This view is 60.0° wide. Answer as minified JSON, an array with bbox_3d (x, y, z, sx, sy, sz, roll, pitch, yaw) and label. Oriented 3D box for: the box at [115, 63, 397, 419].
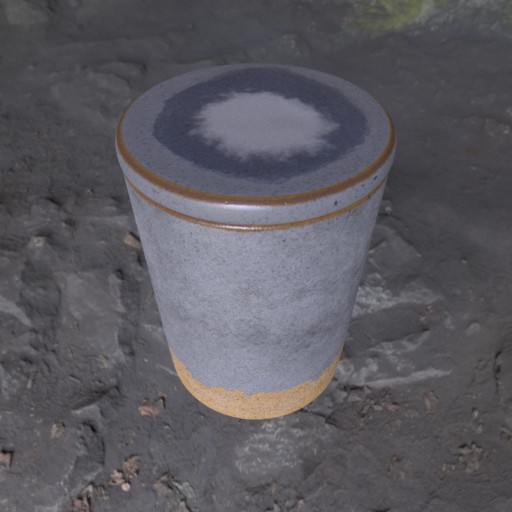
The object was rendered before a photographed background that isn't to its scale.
[{"bbox_3d":[0.000,0.000,0.246,0.118,0.168,0.118,0,45,0],"label":"box"}]
